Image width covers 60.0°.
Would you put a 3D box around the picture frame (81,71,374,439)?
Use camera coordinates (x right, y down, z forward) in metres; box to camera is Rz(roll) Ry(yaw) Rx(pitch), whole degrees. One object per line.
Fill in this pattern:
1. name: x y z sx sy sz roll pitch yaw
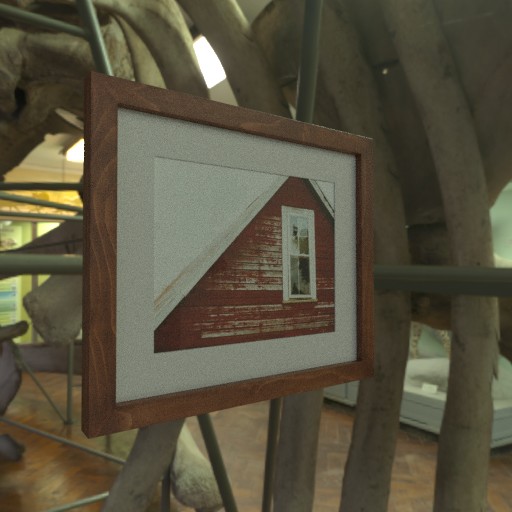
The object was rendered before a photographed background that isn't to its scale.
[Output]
1. picture frame: 0.000 0.000 0.516 0.381 0.330 0.025 1 -1 -35
